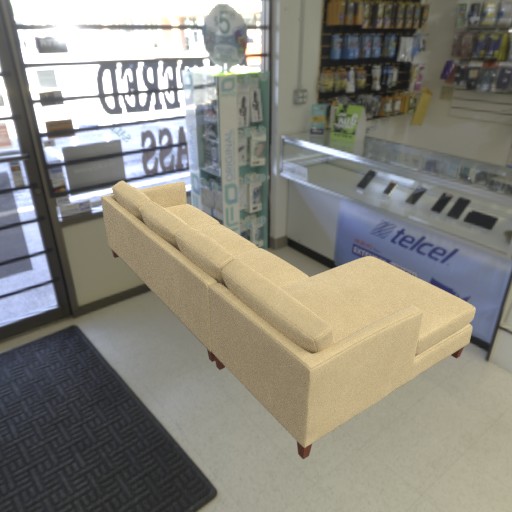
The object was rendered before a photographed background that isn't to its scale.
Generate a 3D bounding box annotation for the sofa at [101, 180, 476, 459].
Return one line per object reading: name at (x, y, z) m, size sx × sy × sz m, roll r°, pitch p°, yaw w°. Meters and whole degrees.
sofa at (0.000, 0.000, 3.870) m, size 1.625 × 0.846 × 3.186 m, roll -18°, pitch 32°, yaw -31°
